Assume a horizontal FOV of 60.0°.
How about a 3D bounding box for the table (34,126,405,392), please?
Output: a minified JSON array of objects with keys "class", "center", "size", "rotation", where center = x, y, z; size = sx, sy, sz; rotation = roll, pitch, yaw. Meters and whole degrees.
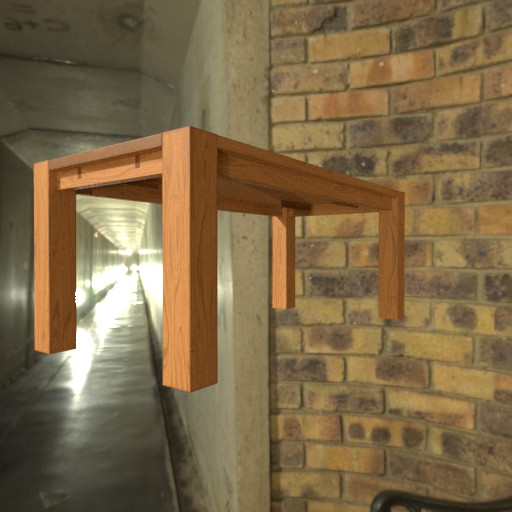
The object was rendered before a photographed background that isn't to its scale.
[{"class":"table","center":[0.000,0.000,2.247],"size":[0.900,0.760,1.800],"rotation":[0,1,37]}]
